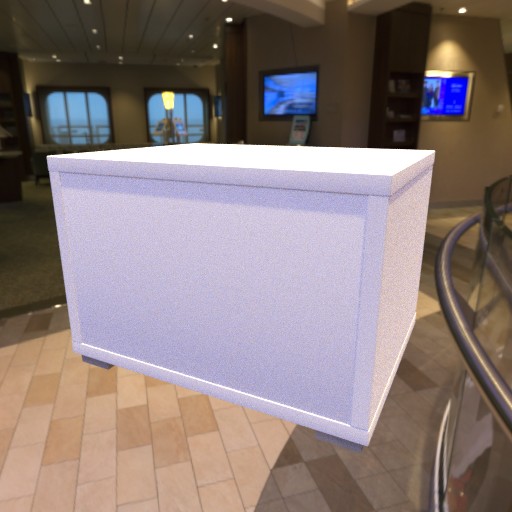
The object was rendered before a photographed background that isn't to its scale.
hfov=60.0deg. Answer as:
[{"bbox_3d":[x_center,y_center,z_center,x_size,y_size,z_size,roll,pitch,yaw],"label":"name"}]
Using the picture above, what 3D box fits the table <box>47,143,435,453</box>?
[{"bbox_3d":[0.000,0.000,0.788,0.517,0.357,0.399,9,19,26],"label":"table"}]
